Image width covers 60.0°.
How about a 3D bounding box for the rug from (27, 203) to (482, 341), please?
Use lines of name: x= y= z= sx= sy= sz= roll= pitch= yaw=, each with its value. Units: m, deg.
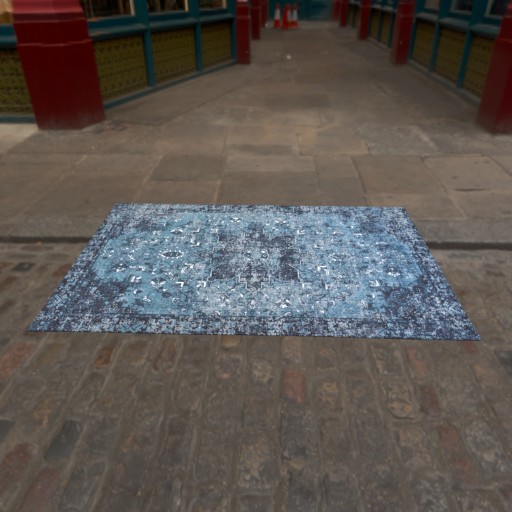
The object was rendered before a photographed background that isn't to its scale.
rug: x=0.000 y=0.000 z=2.294 sx=1.828 sy=0.005 sz=1.219 roll=1 pitch=32 yaw=2
